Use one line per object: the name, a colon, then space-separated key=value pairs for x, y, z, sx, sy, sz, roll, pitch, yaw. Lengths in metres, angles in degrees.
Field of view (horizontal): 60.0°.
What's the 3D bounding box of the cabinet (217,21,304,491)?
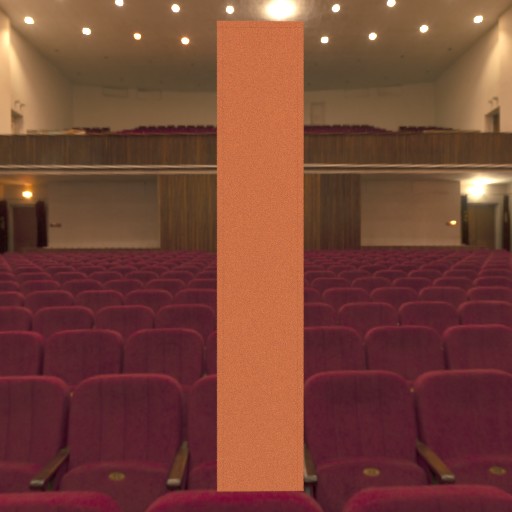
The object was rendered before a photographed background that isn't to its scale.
cabinet: x=0.000 y=0.000 z=1.581 sx=0.250 sy=1.280 sz=0.750 roll=0 pitch=0 yaw=-1
